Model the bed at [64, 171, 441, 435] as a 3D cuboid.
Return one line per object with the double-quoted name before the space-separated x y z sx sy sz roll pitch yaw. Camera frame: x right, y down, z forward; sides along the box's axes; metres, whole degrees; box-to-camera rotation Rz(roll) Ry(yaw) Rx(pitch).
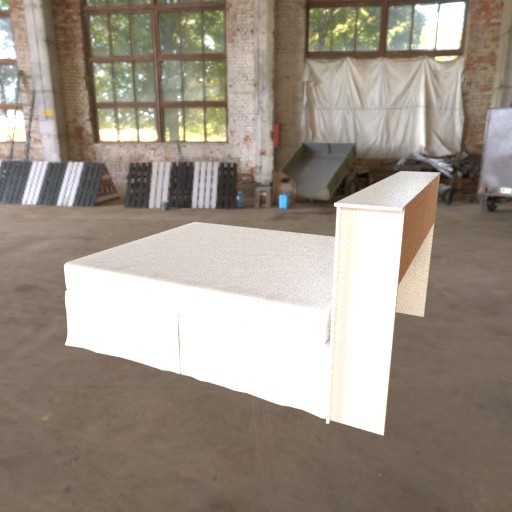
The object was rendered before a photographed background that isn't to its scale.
"bed" 0.000 0.000 3.075 2.133 1.092 1.671 8 18 26
